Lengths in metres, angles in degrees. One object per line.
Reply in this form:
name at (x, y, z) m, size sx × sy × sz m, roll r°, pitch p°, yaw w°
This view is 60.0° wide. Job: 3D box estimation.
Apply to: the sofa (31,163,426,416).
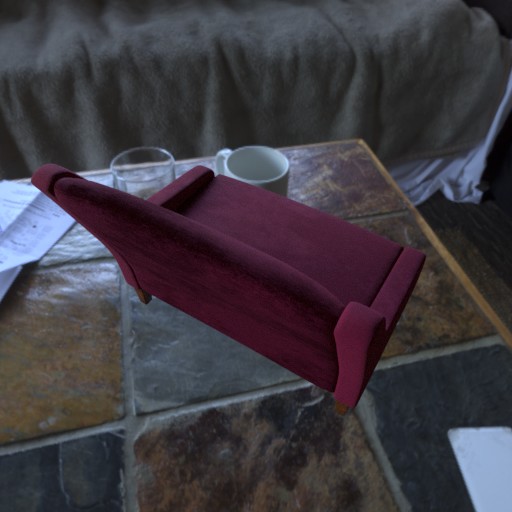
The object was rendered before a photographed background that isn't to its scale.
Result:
sofa at (0.000, 0.000, 1.885) m, size 1.242 × 0.976 × 0.946 m, roll 25°, pitch 52°, yaw 21°
